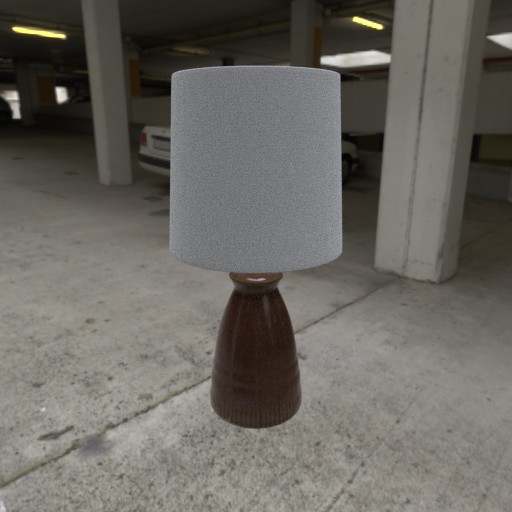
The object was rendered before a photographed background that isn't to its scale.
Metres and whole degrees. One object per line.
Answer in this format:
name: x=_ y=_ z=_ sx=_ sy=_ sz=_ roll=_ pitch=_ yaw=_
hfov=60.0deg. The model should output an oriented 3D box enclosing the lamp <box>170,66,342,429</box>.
lamp: x=0.000 y=0.000 z=0.490 sx=0.186 sy=0.369 sz=0.186 roll=0 pitch=16 yaw=0
